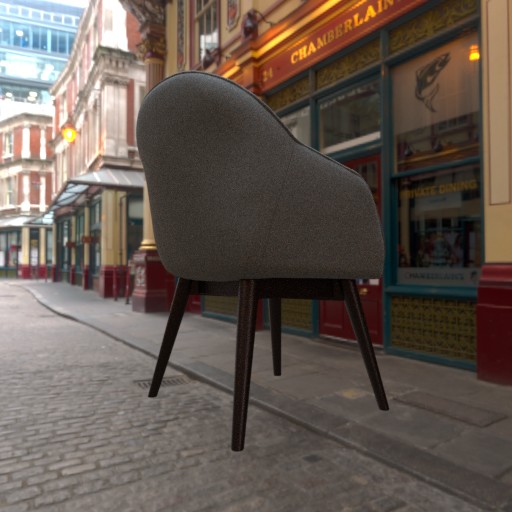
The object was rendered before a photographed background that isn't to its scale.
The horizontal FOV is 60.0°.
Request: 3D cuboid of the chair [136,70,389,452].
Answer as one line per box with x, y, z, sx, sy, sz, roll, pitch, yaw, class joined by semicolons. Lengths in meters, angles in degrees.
0.000;0.000;1.226;0.611;0.810;0.589;1;-2;-35;chair
